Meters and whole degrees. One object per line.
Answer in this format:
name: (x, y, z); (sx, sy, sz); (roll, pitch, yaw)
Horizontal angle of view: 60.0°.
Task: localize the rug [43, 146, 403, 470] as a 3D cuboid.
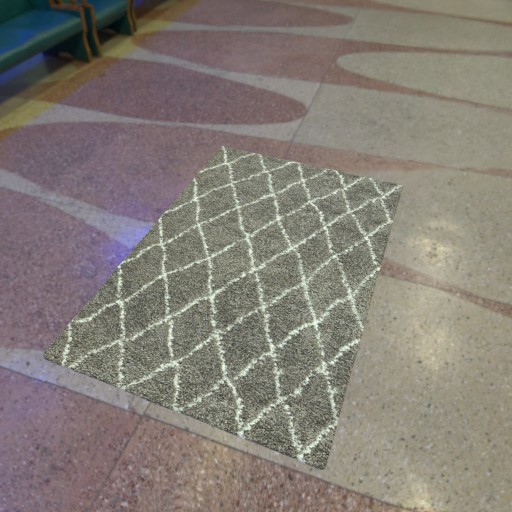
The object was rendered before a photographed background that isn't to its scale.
rug: (0.000, 0.000, 2.273); (1.219, 0.030, 1.778); (16, 47, 15)
